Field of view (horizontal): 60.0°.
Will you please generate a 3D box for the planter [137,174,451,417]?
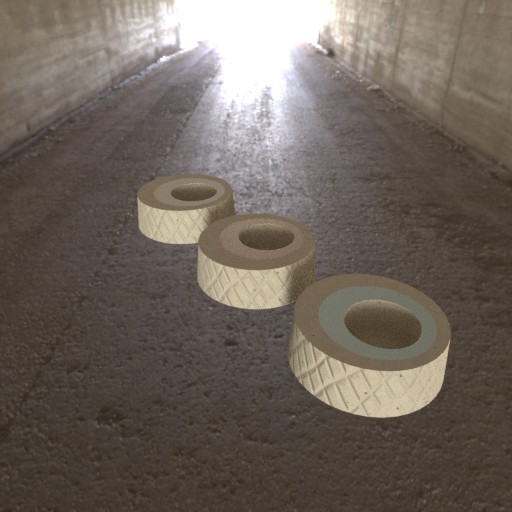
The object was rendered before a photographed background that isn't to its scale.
[{"bbox_3d":[0.000,0.000,0.419,0.114,0.038,0.390,-20,37,-30],"label":"planter"}]
